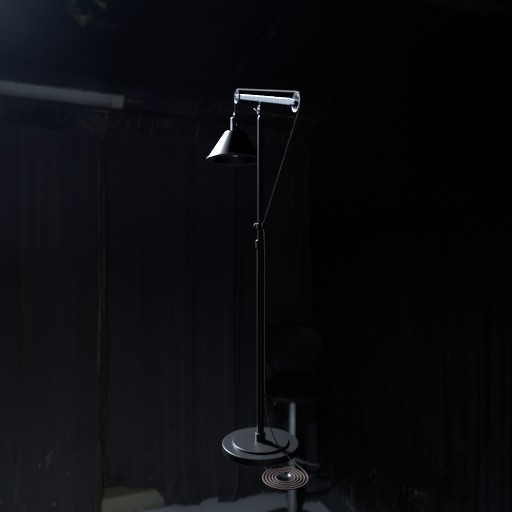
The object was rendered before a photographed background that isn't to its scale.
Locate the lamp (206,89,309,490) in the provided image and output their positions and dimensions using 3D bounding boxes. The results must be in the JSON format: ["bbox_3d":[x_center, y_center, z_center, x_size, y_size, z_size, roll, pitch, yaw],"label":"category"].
[{"bbox_3d":[0.000,0.000,1.915,0.319,1.626,0.904,0,0,-20],"label":"lamp"}]
